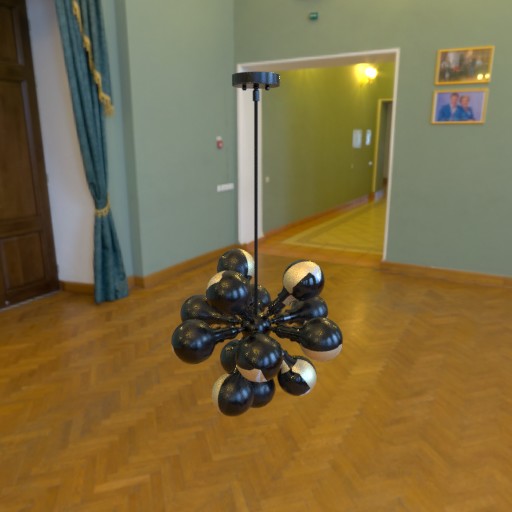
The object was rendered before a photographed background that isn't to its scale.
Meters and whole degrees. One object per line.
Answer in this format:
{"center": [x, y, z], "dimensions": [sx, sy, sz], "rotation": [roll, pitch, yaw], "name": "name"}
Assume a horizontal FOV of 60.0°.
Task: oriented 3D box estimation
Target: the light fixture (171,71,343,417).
{"center": [0.000, 0.000, 1.127], "dimensions": [0.468, 0.859, 0.420], "rotation": [8, 17, 27], "name": "light fixture"}
